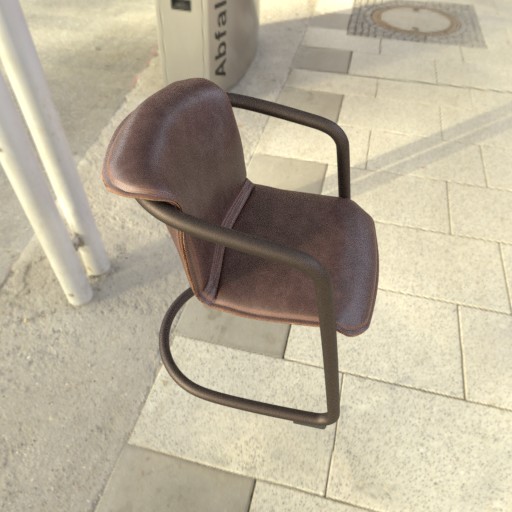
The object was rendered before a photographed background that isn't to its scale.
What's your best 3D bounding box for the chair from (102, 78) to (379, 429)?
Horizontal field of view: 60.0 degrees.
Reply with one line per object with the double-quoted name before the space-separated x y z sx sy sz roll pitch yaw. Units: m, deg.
"chair" 0.000 0.000 1.229 0.664 0.836 0.536 9 47 8
